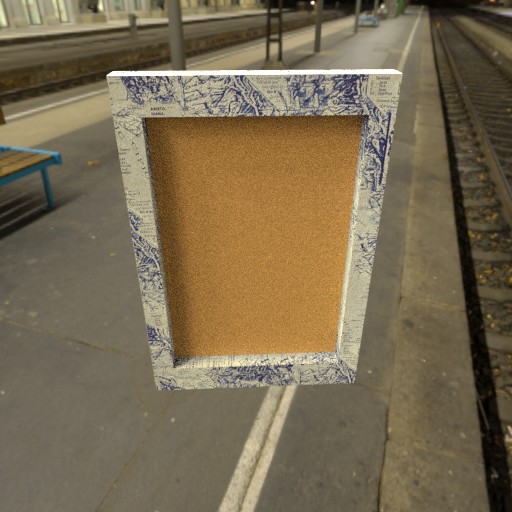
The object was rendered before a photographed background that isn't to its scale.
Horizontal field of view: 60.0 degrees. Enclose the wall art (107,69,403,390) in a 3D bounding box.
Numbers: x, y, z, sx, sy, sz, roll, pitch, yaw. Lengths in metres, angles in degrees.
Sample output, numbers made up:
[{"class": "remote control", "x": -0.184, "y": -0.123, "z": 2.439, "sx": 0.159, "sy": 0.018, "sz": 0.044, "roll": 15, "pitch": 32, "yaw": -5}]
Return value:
[{"class": "wall art", "x": 0.000, "y": 0.000, "z": 0.486, "sx": 0.255, "sy": 0.376, "sz": 0.025, "roll": -1, "pitch": 30, "yaw": -2}]
